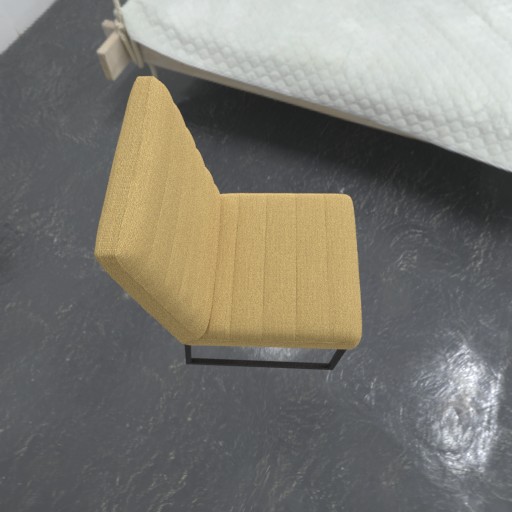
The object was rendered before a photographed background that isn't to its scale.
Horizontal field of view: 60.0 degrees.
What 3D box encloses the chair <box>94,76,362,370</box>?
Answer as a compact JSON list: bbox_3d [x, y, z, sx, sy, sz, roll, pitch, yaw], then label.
[{"bbox_3d":[0.000,0.000,1.364,0.634,0.930,0.520,2,63,1],"label":"chair"}]
